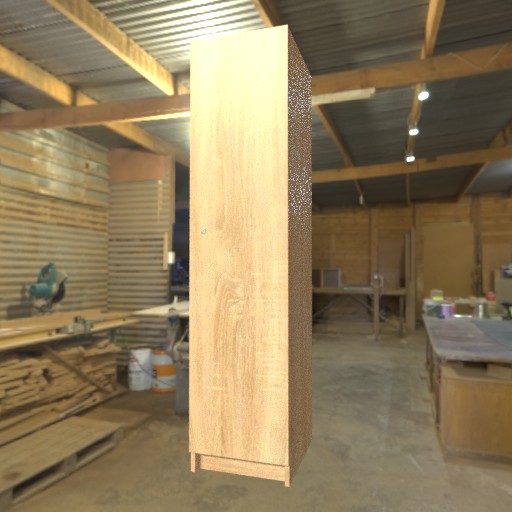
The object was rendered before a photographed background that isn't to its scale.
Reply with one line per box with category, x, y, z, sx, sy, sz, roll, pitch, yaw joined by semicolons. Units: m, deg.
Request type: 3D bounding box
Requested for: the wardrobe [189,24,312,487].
wardrobe;0.000;0.000;2.373;0.496;2.117;0.588;0;-1;18
